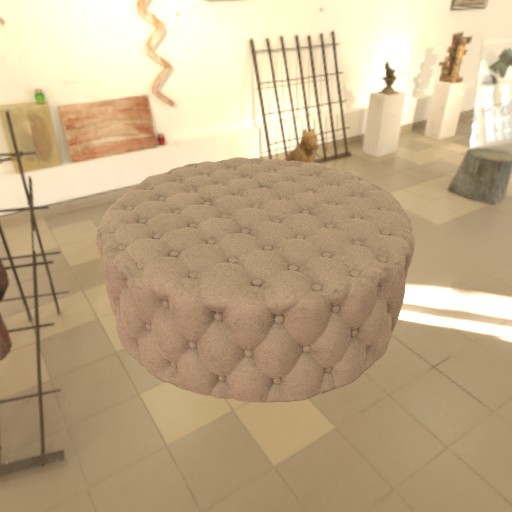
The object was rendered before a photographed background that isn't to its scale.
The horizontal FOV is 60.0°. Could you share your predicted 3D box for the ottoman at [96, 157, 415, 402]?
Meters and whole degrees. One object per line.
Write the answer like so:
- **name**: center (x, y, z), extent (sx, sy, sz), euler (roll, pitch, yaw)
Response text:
- **ottoman**: center (0.000, 0.000, 1.509), extent (0.998, 0.399, 0.998), euler (0, 32, 0)
